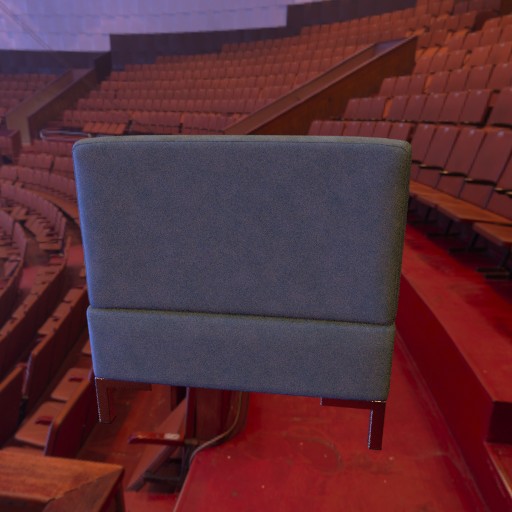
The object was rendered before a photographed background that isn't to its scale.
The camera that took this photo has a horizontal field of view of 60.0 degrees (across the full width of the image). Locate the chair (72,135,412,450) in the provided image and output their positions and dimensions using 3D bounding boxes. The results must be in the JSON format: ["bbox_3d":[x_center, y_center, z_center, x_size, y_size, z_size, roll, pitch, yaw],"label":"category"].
[{"bbox_3d":[0.000,0.000,1.226,0.684,0.660,0.685,2,17,8],"label":"chair"}]
